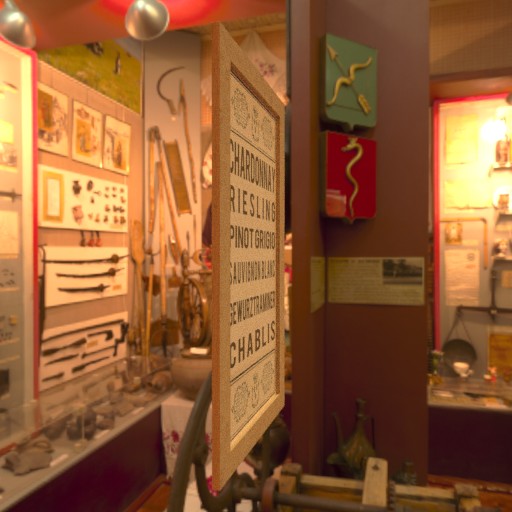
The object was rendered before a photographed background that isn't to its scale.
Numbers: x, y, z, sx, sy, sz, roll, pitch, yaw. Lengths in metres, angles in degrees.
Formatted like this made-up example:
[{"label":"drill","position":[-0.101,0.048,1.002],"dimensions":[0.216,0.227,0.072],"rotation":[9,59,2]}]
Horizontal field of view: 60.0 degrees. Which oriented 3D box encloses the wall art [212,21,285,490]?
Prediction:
[{"label":"wall art","position":[0.000,0.000,0.828],"dimensions":[0.013,0.683,0.381],"rotation":[0,0,18]}]
